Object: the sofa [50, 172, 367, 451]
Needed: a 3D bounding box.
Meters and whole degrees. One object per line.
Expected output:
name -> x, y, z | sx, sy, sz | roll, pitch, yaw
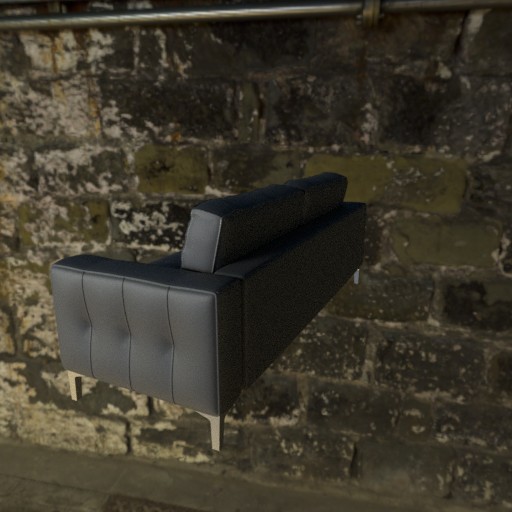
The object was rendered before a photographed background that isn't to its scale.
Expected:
sofa -> 0.000, 0.000, 2.666 | 0.833, 0.893, 2.275 | 7, 17, 25
